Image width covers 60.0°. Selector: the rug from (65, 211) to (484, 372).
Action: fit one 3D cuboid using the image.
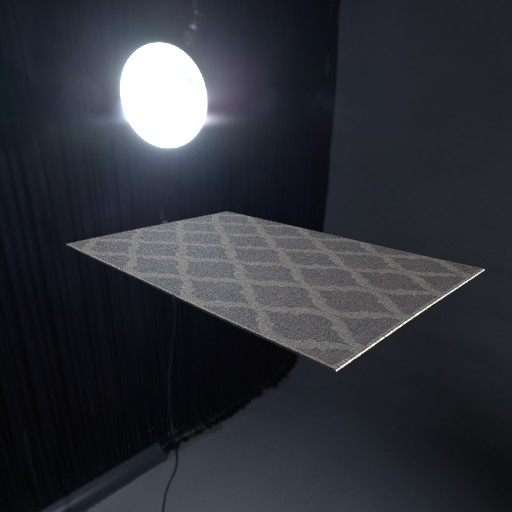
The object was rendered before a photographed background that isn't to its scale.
[{"bbox_3d":[0.000,0.000,2.857,2.284,0.008,1.522,17,24,42],"label":"rug"}]
